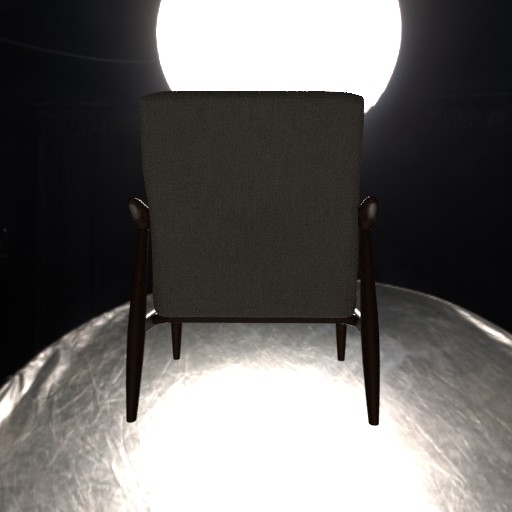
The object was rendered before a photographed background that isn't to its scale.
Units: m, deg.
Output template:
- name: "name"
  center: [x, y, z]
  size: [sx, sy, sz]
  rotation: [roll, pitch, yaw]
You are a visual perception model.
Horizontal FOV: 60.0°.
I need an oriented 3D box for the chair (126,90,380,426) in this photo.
- name: "chair"
  center: [0.000, 0.000, 1.465]
  size: [0.741, 0.832, 0.798]
  rotation: [0, 0, 2]
